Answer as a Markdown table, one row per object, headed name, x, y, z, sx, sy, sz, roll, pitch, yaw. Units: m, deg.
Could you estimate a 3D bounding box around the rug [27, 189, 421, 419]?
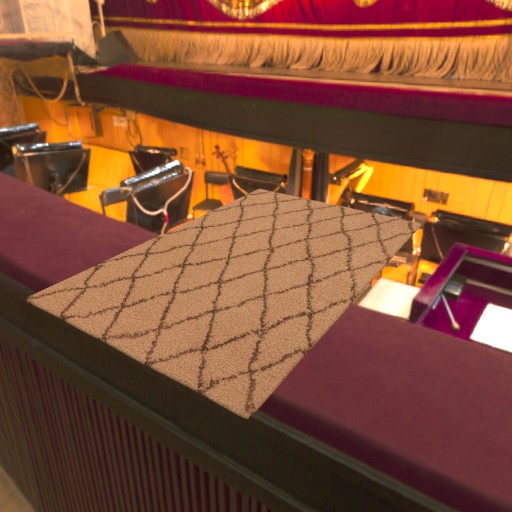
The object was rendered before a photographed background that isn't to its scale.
| name | x | y | z | sx | sy | sz | roll | pitch | yaw |
| --- | --- | --- | --- | --- | --- | --- | --- | --- | --- |
| rug | 0.000 | 0.000 | 3.456 | 1.778 | 0.030 | 2.743 | 17 | 31 | 30 |
